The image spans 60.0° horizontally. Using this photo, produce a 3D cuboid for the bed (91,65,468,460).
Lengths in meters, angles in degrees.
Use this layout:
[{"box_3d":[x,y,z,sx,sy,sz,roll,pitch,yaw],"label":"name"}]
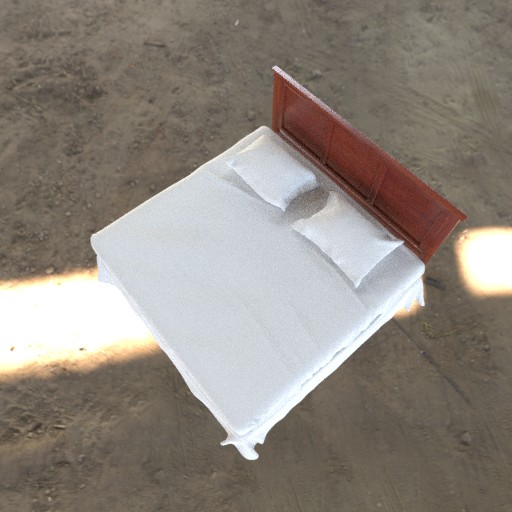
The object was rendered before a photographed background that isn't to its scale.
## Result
[{"box_3d":[0.000,0.000,3.634,2.219,1.271,2.314,-37,68,-17],"label":"bed"}]
